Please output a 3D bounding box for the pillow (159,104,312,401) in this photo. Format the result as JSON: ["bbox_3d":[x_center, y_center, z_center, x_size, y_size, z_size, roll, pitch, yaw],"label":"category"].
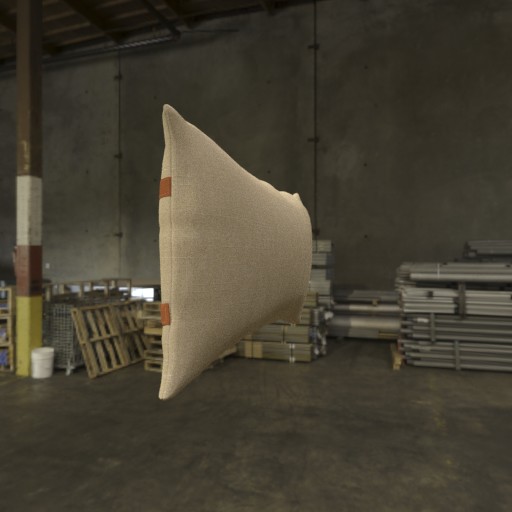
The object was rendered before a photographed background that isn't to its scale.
[{"bbox_3d":[0.000,0.000,0.744,0.148,0.308,0.612,0,-1,18],"label":"pillow"}]
